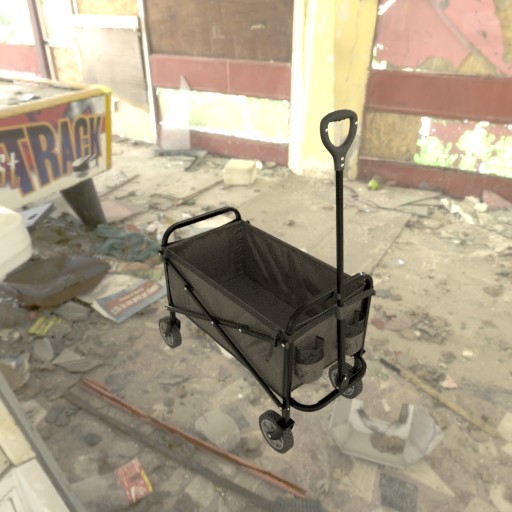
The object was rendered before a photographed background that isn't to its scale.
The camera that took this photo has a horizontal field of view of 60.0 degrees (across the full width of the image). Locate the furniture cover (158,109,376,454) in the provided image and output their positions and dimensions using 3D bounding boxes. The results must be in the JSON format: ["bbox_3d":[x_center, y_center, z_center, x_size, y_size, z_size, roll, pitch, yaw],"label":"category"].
[{"bbox_3d":[0.000,0.000,1.849,0.532,1.295,1.038,-23,37,-34],"label":"furniture cover"}]
